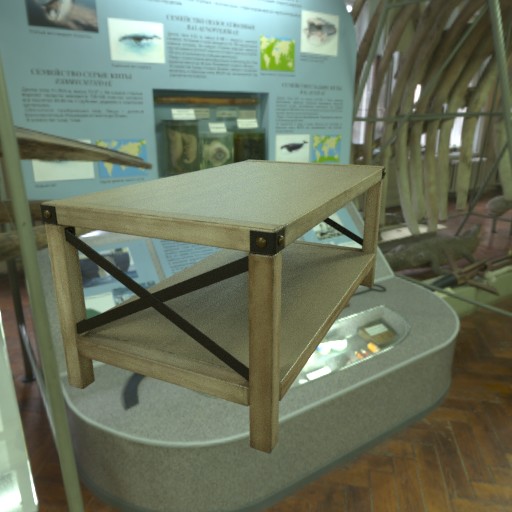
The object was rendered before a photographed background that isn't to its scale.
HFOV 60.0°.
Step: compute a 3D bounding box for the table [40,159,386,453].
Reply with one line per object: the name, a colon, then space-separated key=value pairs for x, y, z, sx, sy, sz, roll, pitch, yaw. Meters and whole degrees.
table: x=0.000 y=0.000 z=1.332 sx=0.559 sy=0.456 sz=1.016 roll=8 pitch=20 yaw=24
